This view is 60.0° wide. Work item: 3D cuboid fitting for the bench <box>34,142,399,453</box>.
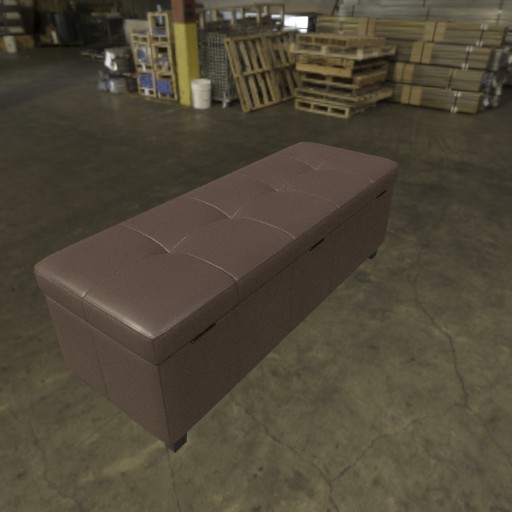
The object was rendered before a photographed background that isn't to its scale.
[{"bbox_3d":[0.000,0.000,1.447,0.450,0.417,1.219,22,38,31],"label":"bench"}]
